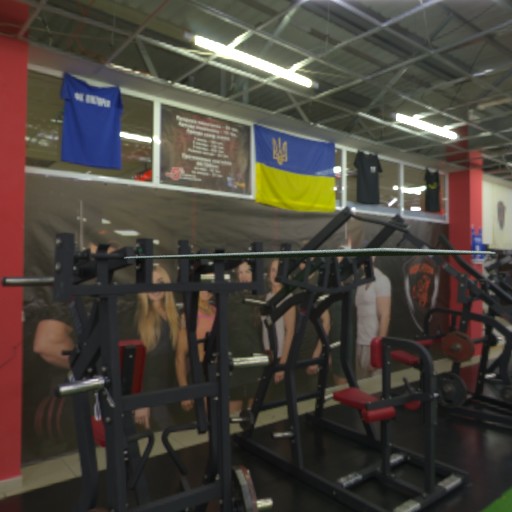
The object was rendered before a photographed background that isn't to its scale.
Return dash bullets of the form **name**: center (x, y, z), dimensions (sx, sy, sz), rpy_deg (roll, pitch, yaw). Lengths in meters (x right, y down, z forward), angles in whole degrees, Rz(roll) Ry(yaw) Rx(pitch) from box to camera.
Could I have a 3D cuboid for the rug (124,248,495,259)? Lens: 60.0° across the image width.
- **rug**: center (0.000, 0.000, 2.381), dimensions (0.662, 0.011, 2.196), rpy_deg (1, -1, -36)
